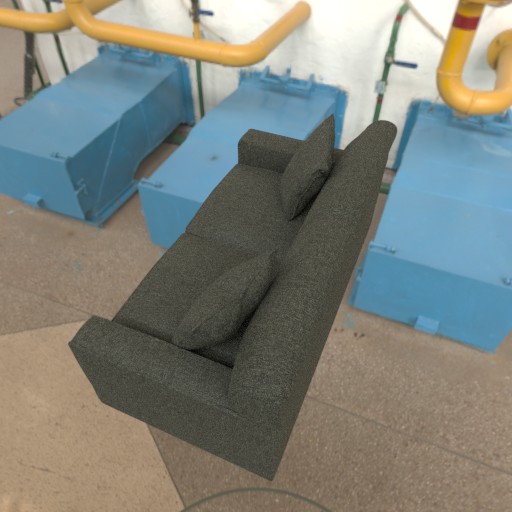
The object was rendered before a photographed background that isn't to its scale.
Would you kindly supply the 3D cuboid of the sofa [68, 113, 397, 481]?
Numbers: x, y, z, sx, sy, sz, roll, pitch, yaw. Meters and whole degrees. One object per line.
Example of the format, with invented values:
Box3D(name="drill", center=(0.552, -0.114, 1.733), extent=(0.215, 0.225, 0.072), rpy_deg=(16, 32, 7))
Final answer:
Box3D(name="sofa", center=(0.000, 0.000, 2.400), extent=(0.998, 0.958, 1.846), rpy_deg=(18, 49, 16))
